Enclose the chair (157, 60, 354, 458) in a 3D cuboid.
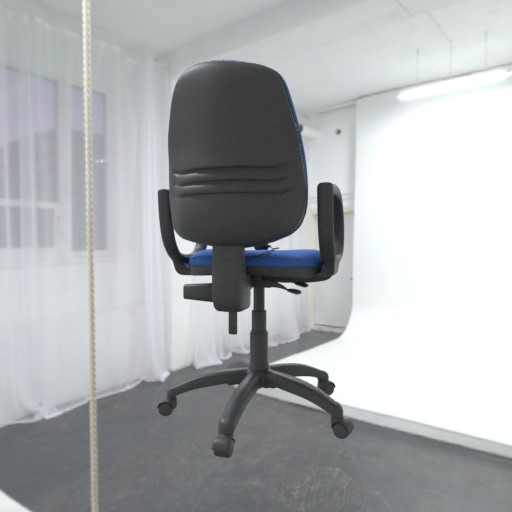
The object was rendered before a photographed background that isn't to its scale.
[{"bbox_3d":[0.000,0.000,1.239,0.552,0.905,0.549,0,2,17],"label":"chair"}]
